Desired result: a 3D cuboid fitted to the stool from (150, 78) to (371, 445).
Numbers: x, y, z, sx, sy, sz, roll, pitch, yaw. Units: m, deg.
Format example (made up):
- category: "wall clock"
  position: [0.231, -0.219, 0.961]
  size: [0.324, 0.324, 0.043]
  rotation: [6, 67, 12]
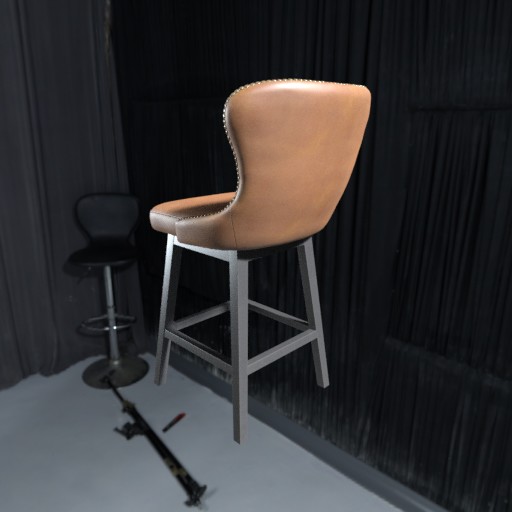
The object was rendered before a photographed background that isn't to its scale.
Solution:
- category: "stool"
  position: [0.000, 0.000, 1.367]
  size: [0.593, 0.971, 0.528]
  rotation: [16, 23, 42]
